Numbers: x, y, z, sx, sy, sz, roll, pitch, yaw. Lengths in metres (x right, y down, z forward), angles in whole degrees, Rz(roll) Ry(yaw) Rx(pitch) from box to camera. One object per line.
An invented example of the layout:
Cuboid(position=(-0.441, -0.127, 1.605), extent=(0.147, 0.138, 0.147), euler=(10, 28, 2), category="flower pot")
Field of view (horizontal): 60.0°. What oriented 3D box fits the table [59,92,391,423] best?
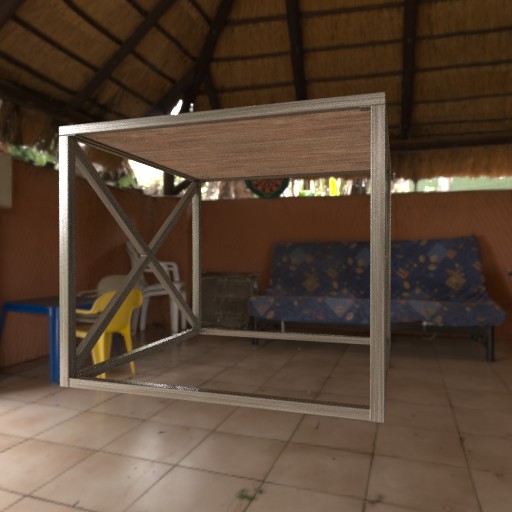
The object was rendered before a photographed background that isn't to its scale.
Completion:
Cuboid(position=(0.000, 0.000, 1.061), extent=(0.609, 0.507, 0.611), euler=(0, 0, 18), category="table")
